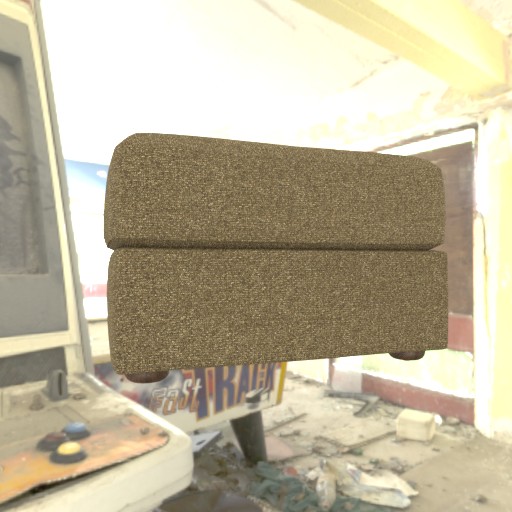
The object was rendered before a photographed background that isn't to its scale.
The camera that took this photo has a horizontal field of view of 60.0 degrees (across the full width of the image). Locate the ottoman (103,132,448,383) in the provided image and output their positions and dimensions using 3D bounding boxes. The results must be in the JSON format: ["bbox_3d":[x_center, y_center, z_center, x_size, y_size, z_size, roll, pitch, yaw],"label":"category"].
[{"bbox_3d":[0.000,0.000,1.136,0.742,0.476,0.598,0,-1,-19],"label":"ottoman"}]
